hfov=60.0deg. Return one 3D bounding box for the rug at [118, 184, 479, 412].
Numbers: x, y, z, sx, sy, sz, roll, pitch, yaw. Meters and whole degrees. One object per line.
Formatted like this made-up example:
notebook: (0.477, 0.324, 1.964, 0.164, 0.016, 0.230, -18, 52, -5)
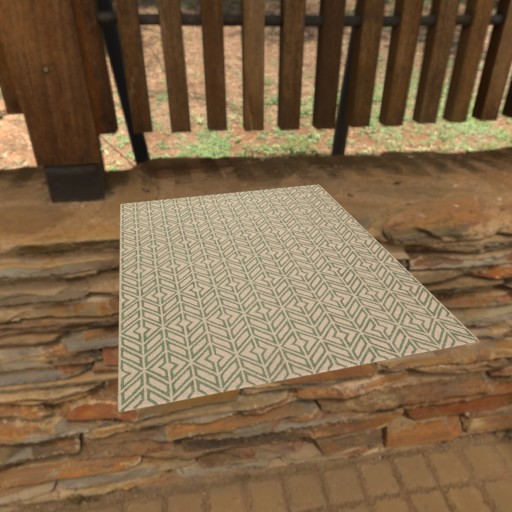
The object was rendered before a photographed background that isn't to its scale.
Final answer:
rug: (0.000, 0.000, 4.102, 2.441, 0.017, 3.050, -7, 31, -12)
